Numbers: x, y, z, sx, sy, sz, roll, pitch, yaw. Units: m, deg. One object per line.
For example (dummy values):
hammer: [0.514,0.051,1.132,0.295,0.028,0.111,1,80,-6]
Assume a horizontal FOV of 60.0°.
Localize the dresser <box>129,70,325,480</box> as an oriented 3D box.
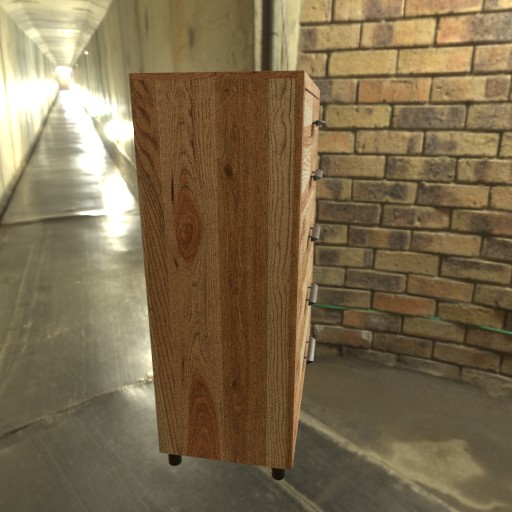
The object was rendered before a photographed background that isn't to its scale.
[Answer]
dresser: [0.000,0.000,1.716,0.480,1.243,0.966,3,18,10]
